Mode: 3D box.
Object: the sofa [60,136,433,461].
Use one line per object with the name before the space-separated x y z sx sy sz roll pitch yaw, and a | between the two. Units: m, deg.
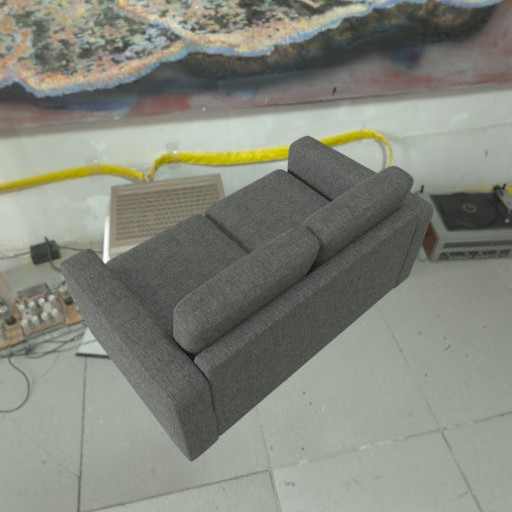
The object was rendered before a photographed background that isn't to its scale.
sofa | 0.000 0.000 2.101 1.520 0.800 0.900 -33 55 -27
